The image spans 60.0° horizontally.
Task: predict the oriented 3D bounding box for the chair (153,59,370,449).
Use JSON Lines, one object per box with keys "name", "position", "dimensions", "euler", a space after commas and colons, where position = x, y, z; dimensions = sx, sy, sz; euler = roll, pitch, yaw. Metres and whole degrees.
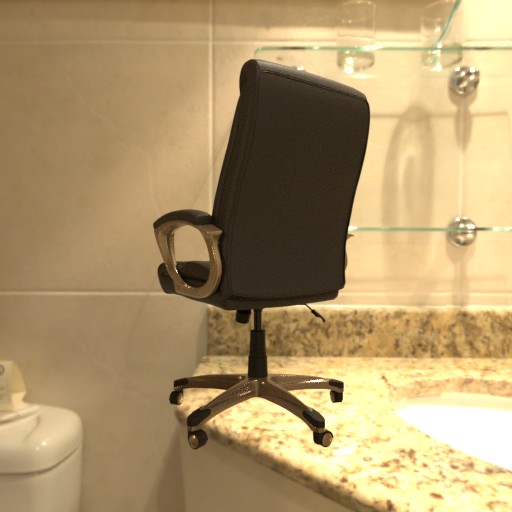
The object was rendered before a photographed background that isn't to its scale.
{"name": "chair", "position": [0.000, 0.000, 1.672], "dimensions": [0.694, 1.188, 0.748], "euler": [-1, 2, -36]}
